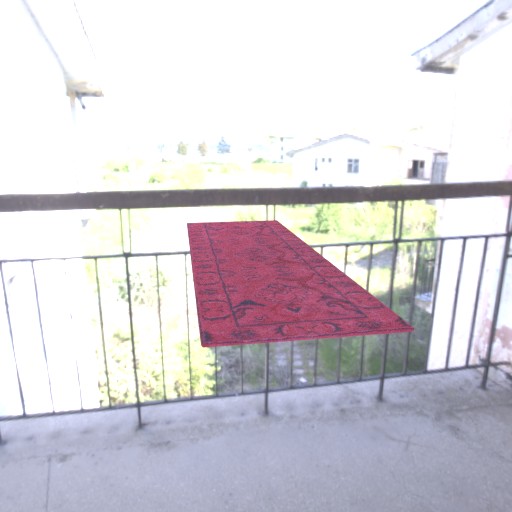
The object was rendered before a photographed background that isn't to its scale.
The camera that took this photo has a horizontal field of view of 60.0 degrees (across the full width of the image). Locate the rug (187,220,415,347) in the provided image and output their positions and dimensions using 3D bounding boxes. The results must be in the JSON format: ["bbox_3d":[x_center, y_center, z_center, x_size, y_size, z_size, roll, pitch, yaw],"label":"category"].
[{"bbox_3d":[0.000,0.000,2.786,0.813,0.018,2.439,-2,15,-9],"label":"rug"}]
